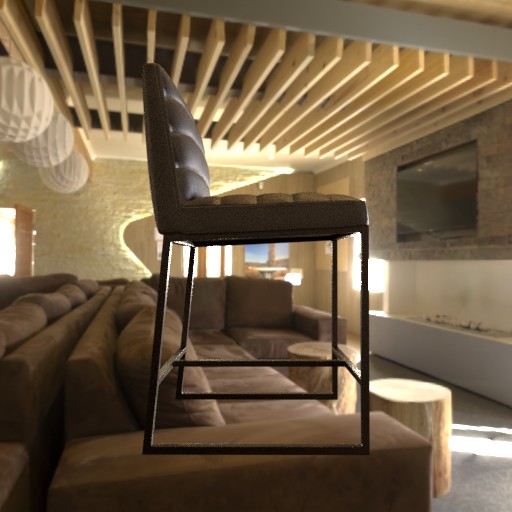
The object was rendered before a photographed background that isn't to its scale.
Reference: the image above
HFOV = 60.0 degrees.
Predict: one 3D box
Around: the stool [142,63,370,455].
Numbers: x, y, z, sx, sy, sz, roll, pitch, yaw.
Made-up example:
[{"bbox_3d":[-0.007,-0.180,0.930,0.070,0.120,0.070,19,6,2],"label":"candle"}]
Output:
[{"bbox_3d":[0.000,0.000,1.271,0.562,0.946,0.463,0,-1,0],"label":"stool"}]
